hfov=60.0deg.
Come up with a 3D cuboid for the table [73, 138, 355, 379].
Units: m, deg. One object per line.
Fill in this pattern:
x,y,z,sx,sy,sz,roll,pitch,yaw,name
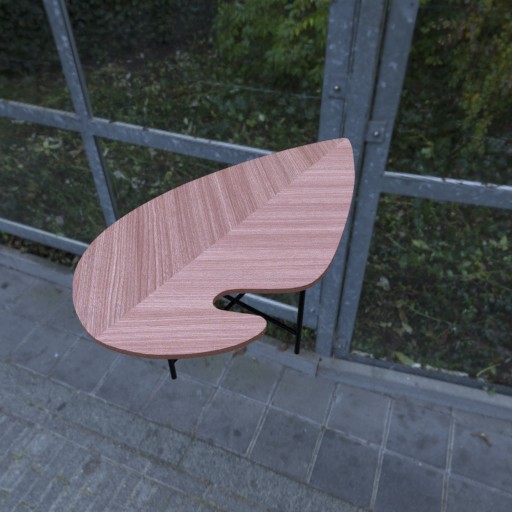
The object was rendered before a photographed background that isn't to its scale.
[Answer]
0.000,0.000,1.446,0.598,0.360,1.199,25,46,26,table
